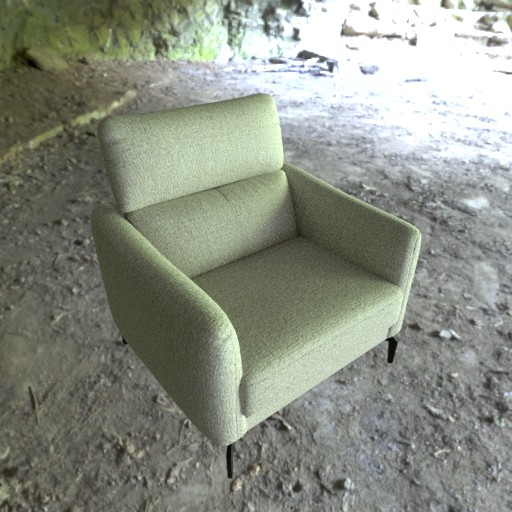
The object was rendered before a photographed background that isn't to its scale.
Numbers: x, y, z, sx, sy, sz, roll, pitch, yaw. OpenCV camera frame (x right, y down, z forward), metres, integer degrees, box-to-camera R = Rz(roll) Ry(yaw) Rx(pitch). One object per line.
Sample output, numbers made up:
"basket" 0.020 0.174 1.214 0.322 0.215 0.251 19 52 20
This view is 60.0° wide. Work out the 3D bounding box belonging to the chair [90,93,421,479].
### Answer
"chair" 0.000 0.000 1.633 0.972 0.967 0.835 -22 37 -32
